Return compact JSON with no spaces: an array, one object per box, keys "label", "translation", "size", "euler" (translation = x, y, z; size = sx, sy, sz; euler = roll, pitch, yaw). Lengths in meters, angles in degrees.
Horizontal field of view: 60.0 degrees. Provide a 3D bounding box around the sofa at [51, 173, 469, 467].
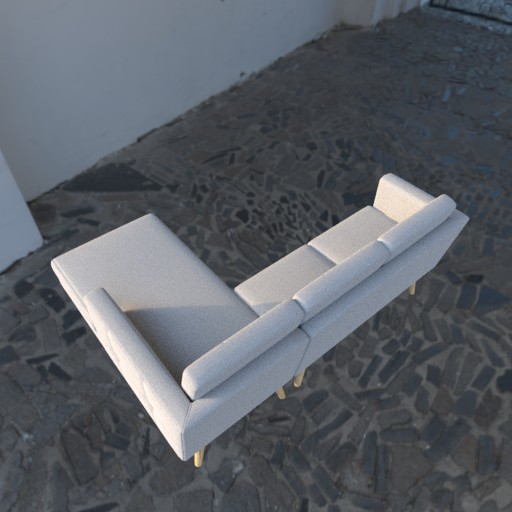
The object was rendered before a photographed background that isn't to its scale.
[{"label":"sofa","translation":[0.000,0.000,2.767],"size":[2.040,0.860,1.530],"euler":[-31,53,-26]}]
